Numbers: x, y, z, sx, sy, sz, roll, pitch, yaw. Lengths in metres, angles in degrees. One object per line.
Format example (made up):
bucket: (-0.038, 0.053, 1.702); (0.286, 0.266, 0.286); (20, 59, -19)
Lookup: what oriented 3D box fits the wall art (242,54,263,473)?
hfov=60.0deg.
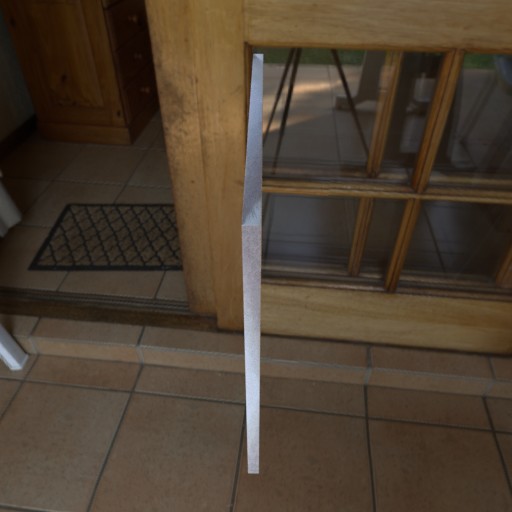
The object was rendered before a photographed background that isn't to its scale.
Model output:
wall art: (0.000, 0.000, 1.137); (0.027, 0.762, 0.762); (1, 41, 1)
